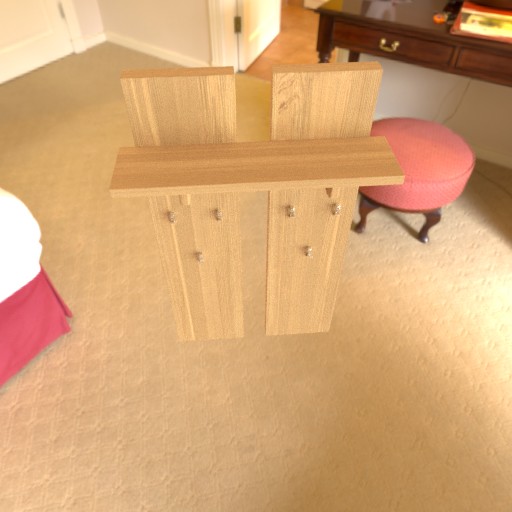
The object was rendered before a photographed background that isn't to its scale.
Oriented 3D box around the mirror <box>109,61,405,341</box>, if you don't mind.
[{"bbox_3d":[0.000,0.000,1.584,0.800,1.250,0.260,-3,46,-3],"label":"mirror"}]
